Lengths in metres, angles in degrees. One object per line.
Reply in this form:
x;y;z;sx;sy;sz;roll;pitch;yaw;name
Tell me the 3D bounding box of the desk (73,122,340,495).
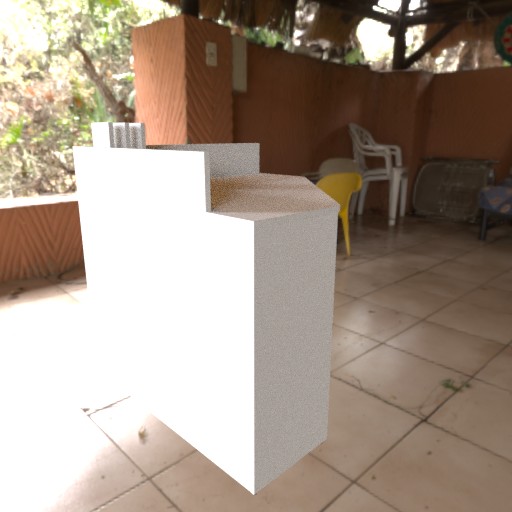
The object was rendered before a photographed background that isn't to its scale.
0.000;0.000;1.709;0.940;0.986;0.940;-15;21;-43;desk
